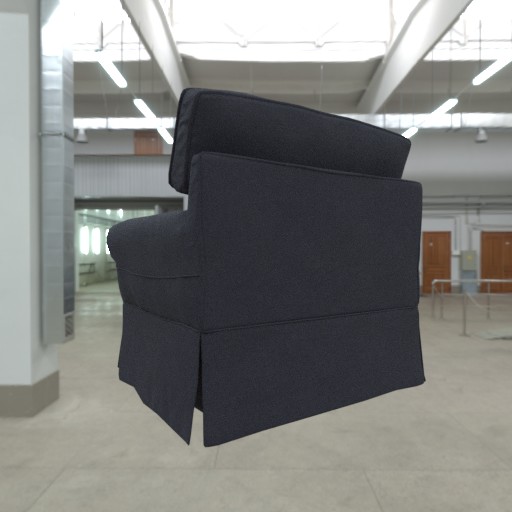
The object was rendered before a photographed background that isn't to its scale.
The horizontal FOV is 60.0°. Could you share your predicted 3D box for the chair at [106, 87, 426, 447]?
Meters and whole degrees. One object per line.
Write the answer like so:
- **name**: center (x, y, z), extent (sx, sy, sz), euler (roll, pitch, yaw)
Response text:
- **chair**: center (0.000, 0.000, 1.966), extent (1.119, 1.140, 1.002), euler (-1, 1, -35)
